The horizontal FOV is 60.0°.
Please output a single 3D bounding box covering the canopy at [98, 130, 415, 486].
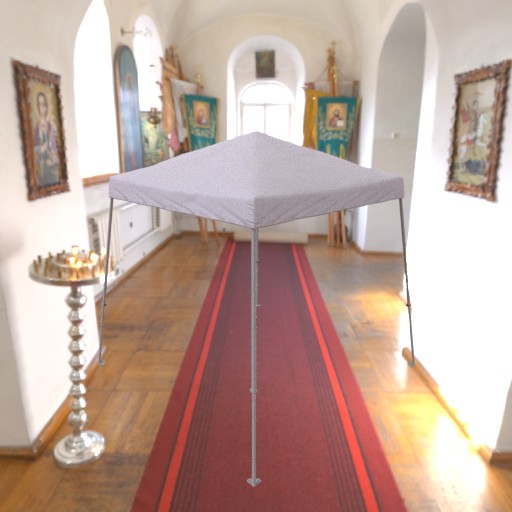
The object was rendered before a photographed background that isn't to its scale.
[{"bbox_3d":[0.000,0.000,5.234,2.850,2.850,2.849,-15,22,-42],"label":"canopy"}]
